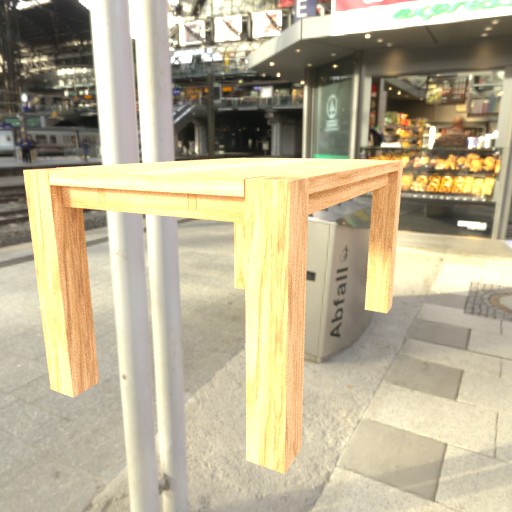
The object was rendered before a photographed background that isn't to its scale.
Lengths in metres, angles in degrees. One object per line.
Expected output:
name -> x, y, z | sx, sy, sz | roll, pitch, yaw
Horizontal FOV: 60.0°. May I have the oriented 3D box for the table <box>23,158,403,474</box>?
table -> 0.000, 0.000, 1.866 | 0.900, 0.760, 1.400 | 7, 16, 27
